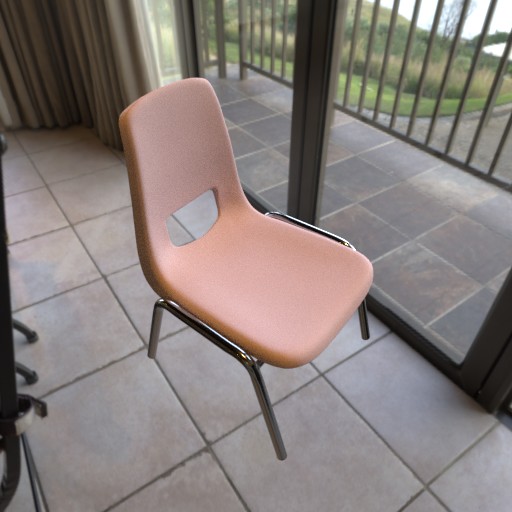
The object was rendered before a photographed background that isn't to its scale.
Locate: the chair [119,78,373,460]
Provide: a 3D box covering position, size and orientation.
[{"bbox_3d":[0.000,0.000,0.807,0.385,0.536,0.354,26,48,27],"label":"chair"}]
